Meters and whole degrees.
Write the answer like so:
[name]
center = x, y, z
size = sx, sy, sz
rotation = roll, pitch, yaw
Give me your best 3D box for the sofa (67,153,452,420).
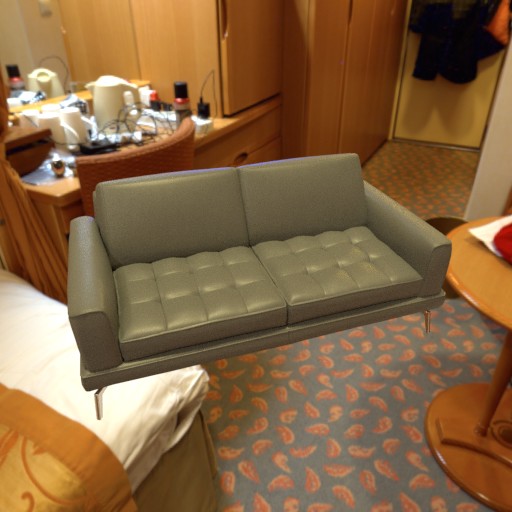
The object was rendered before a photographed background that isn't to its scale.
[sofa]
center = 0.000, 0.000, 2.771
size = 2.177, 0.930, 1.121
rotation = -10, 33, -16
